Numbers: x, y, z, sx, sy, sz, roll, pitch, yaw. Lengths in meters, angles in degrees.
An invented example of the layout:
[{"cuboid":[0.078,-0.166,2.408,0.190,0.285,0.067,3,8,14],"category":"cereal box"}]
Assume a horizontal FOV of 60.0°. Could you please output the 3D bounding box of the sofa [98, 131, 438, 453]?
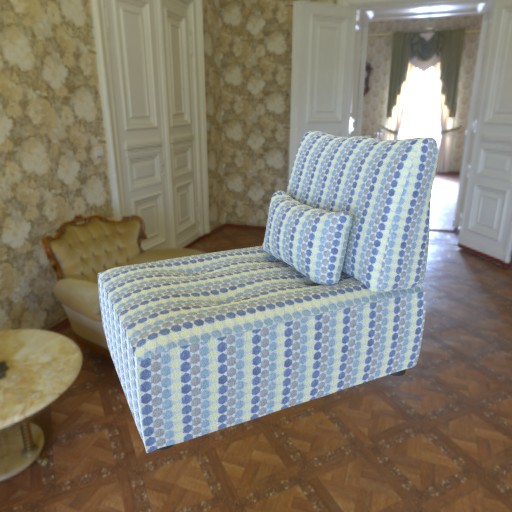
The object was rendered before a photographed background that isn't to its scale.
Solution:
[{"cuboid":[0.000,0.000,1.561,1.000,0.820,0.700,-9,20,-25],"category":"sofa"}]
